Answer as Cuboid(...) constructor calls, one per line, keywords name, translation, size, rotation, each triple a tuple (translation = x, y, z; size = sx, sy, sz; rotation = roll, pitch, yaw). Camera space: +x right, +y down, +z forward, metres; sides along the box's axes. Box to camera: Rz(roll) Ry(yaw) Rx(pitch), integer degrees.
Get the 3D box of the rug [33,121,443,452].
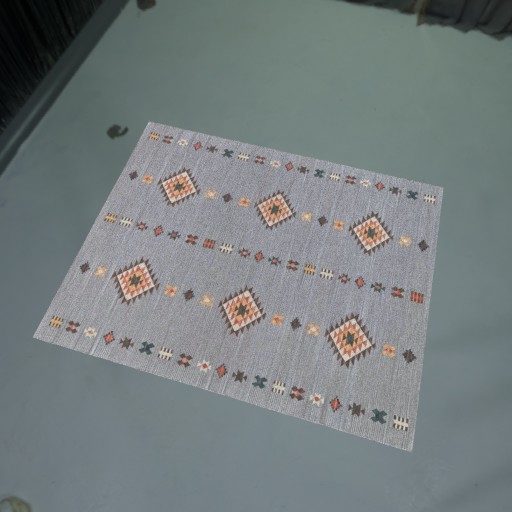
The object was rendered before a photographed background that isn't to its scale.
Cuboid(name="rug", translation=(0.000, 0.000, 3.910), size=(3.035, 0.008, 2.425), rotation=(14, 63, 7))
